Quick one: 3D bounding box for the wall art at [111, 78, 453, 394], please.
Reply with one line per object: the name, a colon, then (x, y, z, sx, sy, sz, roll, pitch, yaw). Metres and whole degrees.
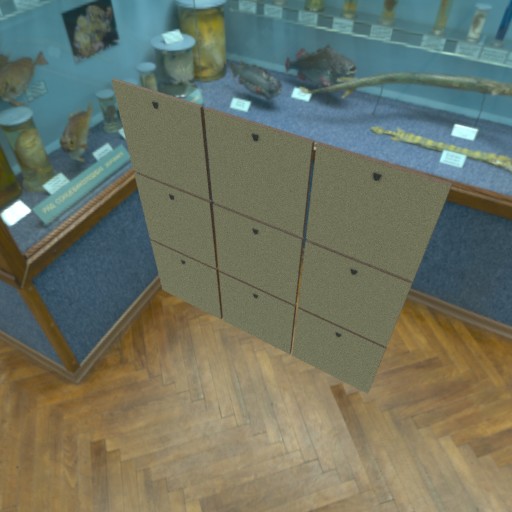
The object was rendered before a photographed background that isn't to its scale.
wall art: (0.000, 0.000, 1.371, 0.906, 0.904, 0.018, 23, 51, 20)
